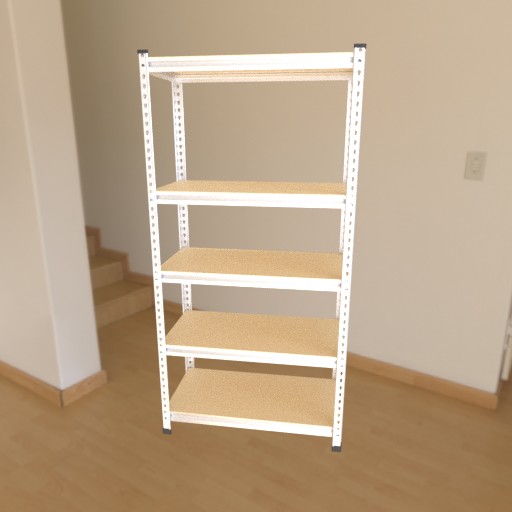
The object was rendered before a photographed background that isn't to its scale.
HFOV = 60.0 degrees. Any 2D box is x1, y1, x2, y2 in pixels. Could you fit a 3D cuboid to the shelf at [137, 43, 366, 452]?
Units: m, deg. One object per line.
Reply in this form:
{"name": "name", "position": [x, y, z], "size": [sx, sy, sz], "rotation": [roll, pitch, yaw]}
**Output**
{"name": "shelf", "position": [0.000, 0.000, 2.199], "size": [0.914, 1.829, 0.457], "rotation": [2, 16, 8]}
